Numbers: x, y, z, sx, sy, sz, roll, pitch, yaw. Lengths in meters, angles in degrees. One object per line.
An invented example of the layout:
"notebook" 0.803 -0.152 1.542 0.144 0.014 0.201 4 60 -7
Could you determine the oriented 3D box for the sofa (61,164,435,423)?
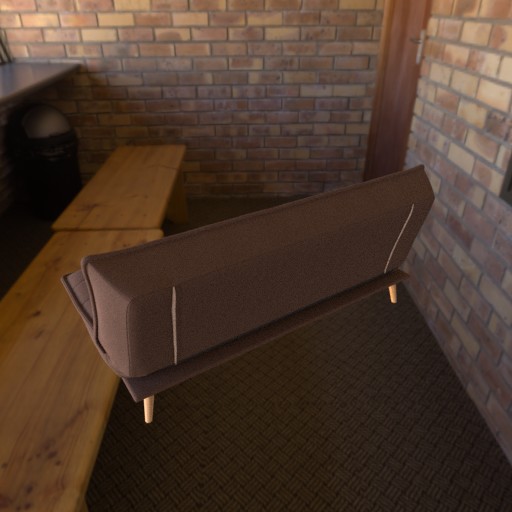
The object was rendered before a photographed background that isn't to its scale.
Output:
"sofa" 0.000 0.000 2.510 1.940 0.890 0.950 -19 35 -29
